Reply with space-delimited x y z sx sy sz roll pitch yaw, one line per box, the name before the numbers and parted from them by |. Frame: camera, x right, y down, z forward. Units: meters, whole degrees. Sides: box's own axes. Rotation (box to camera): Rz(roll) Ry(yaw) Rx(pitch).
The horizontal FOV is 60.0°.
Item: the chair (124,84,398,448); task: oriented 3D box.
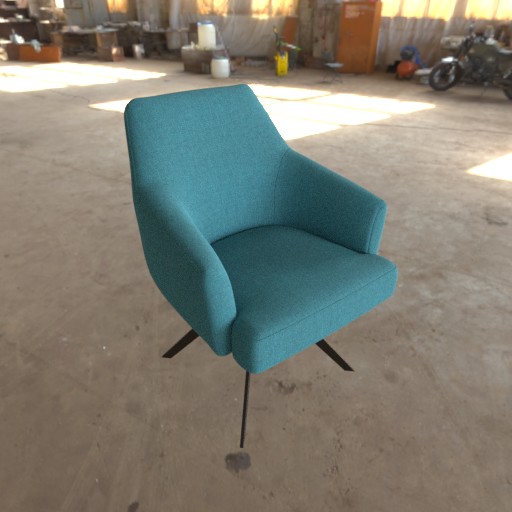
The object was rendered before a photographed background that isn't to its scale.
chair | 0.000 0.000 1.343 0.642 0.874 0.677 -22 37 -32
